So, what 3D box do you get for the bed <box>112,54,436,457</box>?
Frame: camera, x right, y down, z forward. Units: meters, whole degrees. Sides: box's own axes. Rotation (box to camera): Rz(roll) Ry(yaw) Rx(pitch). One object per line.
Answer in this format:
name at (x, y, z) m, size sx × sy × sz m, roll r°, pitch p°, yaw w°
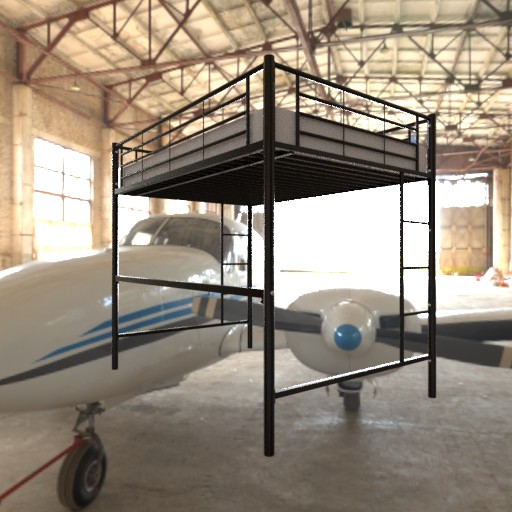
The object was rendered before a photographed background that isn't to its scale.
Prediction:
bed at (0.000, 0.000, 3.185) m, size 1.397 × 1.803 × 1.994 m, roll 0°, pitch 0°, yaw -38°
